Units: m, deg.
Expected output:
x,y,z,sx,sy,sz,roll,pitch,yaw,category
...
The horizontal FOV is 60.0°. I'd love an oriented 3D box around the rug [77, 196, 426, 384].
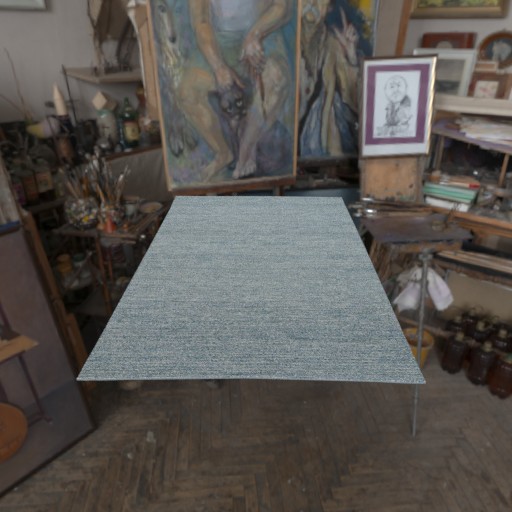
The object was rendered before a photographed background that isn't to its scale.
x,y,z,sx,sy,sz,roll,pitch,yaw,category
0.000,0.000,2.304,1.174,0.022,1.853,1,27,1,rug
